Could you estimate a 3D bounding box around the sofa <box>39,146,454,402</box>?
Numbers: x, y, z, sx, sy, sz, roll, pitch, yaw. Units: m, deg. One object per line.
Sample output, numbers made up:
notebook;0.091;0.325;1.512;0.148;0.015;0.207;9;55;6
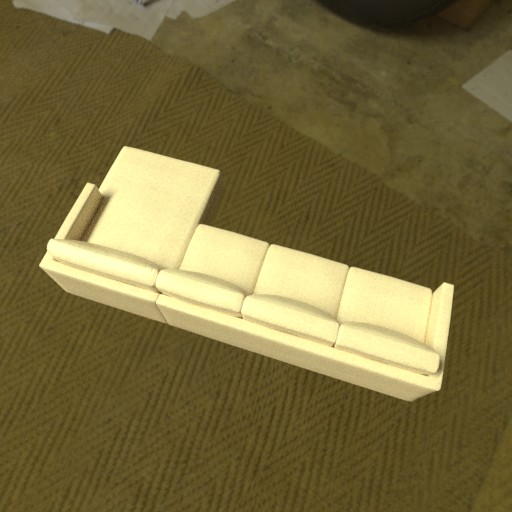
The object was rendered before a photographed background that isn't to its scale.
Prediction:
sofa;0.000;0.000;4.159;3.471;0.954;1.603;16;65;8
